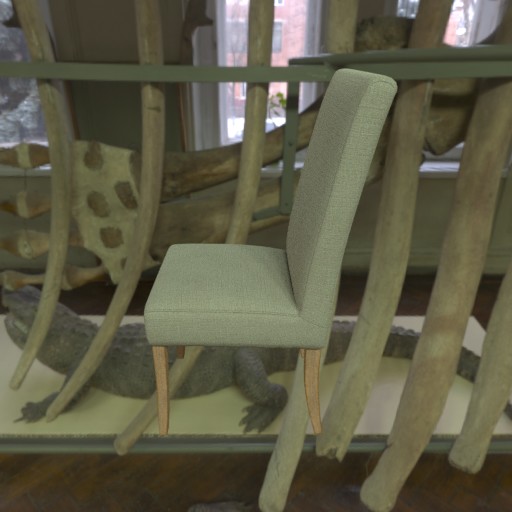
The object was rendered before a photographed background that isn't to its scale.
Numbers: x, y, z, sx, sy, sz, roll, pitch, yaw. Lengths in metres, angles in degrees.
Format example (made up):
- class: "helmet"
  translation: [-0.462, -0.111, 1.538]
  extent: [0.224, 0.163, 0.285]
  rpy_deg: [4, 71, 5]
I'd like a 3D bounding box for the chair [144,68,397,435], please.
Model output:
- class: "chair"
  translation: [0.000, 0.000, 1.343]
  extent: [0.611, 1.033, 0.450]
  rpy_deg: [0, 25, -1]
